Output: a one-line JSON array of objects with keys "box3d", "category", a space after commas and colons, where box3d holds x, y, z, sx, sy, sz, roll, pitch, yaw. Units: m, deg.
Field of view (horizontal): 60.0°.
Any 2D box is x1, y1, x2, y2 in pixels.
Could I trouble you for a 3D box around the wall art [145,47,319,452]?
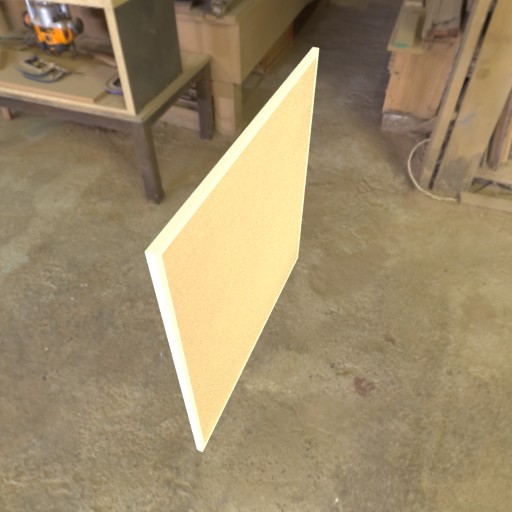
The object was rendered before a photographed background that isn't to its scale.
[{"box3d": [0.000, 0.000, 0.831, 0.012, 0.557, 0.557, 17, 49, 15], "category": "wall art"}]
